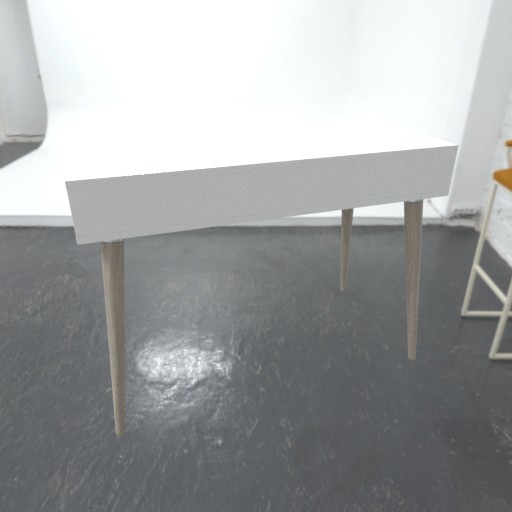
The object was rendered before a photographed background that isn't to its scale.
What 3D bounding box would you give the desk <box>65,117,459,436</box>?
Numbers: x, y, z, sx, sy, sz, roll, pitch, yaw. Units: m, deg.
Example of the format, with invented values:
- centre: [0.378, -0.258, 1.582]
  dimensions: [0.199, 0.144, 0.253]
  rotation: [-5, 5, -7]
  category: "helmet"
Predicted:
- centre: [0.000, 0.000, 1.396]
  dimensions: [0.979, 0.723, 0.491]
  rotation: [-9, 28, -17]
  category: "desk"
